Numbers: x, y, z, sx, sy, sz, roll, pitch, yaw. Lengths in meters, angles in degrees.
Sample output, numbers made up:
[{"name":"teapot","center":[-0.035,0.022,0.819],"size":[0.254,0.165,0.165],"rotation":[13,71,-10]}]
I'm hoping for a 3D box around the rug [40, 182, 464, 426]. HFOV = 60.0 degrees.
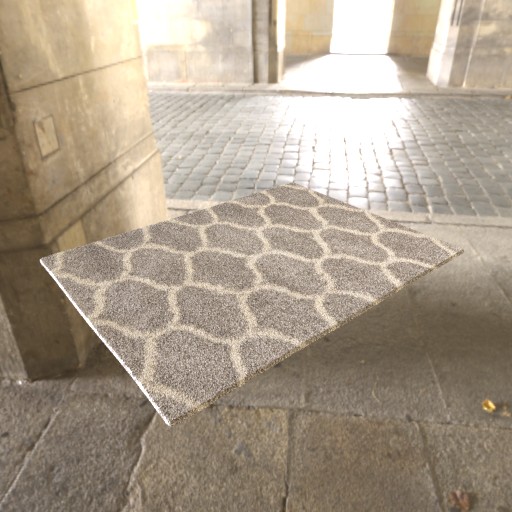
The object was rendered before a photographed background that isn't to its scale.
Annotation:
[{"name":"rug","center":[0.000,0.000,2.076],"size":[1.600,0.025,1.200],"rotation":[-22,36,-33]}]
